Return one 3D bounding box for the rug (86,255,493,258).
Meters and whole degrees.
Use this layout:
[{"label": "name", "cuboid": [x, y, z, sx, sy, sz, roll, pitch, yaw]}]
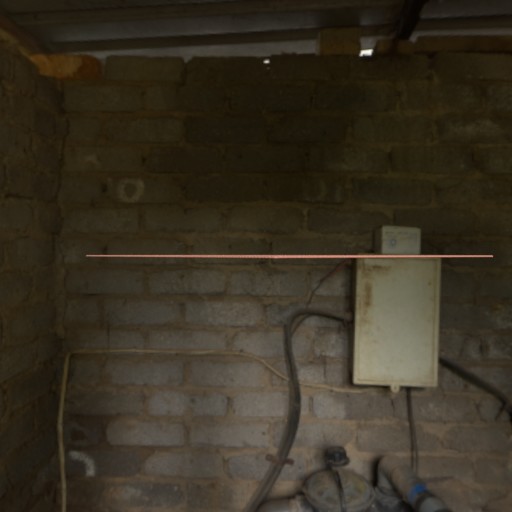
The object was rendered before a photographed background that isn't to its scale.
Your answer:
[{"label": "rug", "cuboid": [0.000, 0.000, 2.304, 1.217, 0.007, 1.828, 0, 0, -36]}]
